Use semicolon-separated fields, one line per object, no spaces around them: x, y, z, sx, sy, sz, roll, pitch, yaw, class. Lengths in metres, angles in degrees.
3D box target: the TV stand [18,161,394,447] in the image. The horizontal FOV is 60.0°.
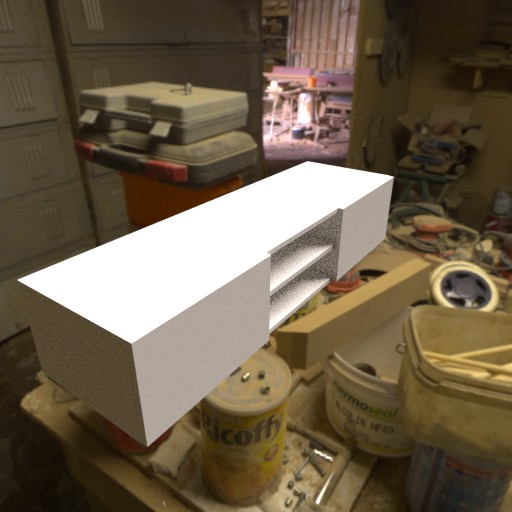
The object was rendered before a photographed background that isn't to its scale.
0.000;0.000;1.545;0.420;0.310;1.400;18;32;32;TV stand
